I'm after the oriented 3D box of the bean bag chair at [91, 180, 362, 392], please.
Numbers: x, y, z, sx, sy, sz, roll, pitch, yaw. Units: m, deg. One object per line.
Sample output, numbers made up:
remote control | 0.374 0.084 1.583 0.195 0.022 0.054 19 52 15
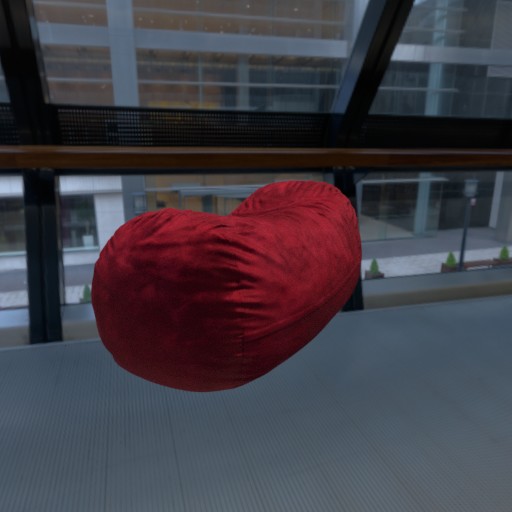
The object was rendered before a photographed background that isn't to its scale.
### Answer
bean bag chair | 0.000 0.000 2.933 1.216 0.867 2.293 8 18 27
